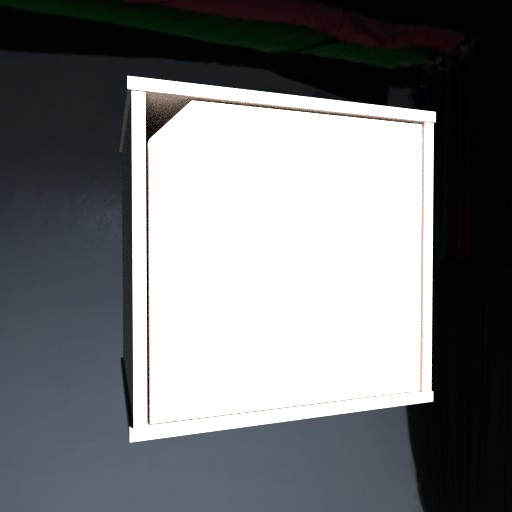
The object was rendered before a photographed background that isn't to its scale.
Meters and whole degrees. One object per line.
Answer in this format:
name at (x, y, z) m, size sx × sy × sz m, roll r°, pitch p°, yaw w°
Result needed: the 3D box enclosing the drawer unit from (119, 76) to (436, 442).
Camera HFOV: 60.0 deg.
drawer unit at (0.000, 0.000, 0.608) m, size 0.349 × 0.344 × 0.290 m, roll 0°, pitch 1°, yaw -19°
